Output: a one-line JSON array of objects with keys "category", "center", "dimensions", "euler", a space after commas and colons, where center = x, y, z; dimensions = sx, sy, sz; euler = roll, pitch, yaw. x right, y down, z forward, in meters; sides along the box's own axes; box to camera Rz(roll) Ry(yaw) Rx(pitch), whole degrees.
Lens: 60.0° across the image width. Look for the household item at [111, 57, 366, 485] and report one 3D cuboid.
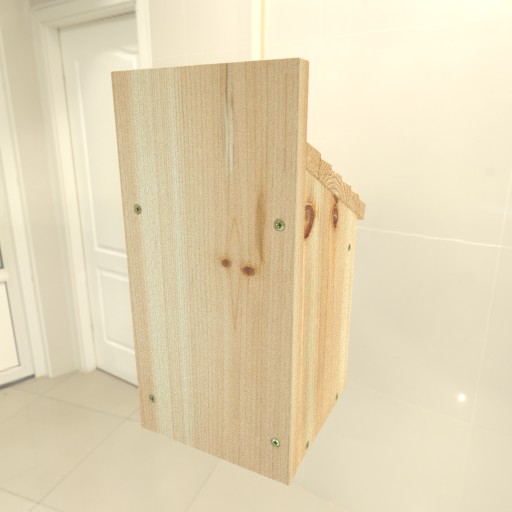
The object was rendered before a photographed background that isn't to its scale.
[{"category": "household item", "center": [0.000, 0.000, 0.399], "dimensions": [0.149, 0.300, 0.171], "euler": [9, 18, 27]}]
